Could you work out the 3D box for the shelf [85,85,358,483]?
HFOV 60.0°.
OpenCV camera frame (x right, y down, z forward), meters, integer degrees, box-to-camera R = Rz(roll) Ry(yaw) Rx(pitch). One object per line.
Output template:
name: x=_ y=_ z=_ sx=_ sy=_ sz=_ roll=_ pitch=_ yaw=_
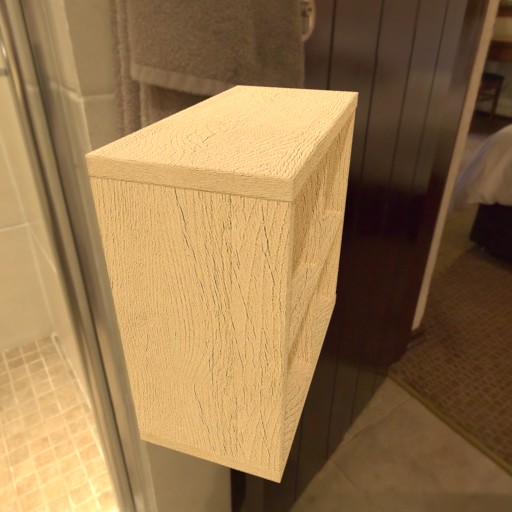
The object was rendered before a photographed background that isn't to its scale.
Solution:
shelf: x=0.000 y=0.000 z=1.272 sx=0.390 sy=0.786 sz=0.790 roll=10 pitch=31 yaw=16
